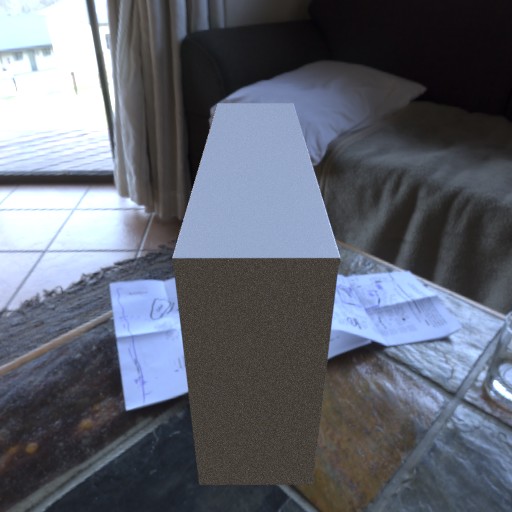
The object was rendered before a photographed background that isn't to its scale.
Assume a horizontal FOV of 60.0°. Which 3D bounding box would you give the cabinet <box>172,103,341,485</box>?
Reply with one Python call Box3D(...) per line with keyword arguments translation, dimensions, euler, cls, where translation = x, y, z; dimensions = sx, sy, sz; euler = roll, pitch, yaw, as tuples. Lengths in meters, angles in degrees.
Box3D(translation=(0.000, 0.000, 1.852), dimensions=(0.380, 0.900, 1.450), euler=(0, 32, 0), cls="cabinet")
